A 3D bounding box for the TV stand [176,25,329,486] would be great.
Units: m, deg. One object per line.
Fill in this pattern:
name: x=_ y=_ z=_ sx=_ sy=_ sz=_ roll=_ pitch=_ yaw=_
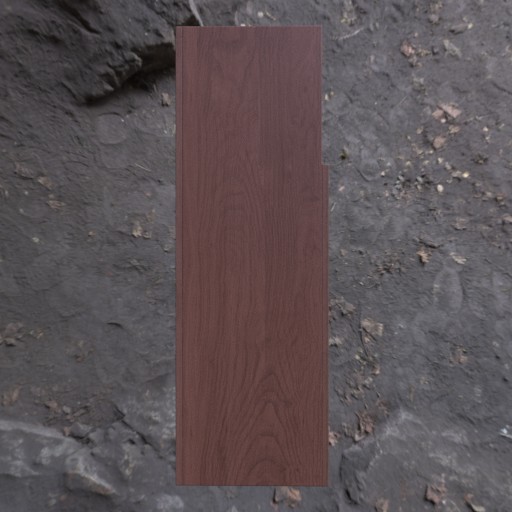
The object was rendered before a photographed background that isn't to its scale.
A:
TV stand: x=0.000 y=0.000 z=1.405 sx=0.415 sy=0.500 sz=1.200 roll=0 pitch=90 yaw=1
